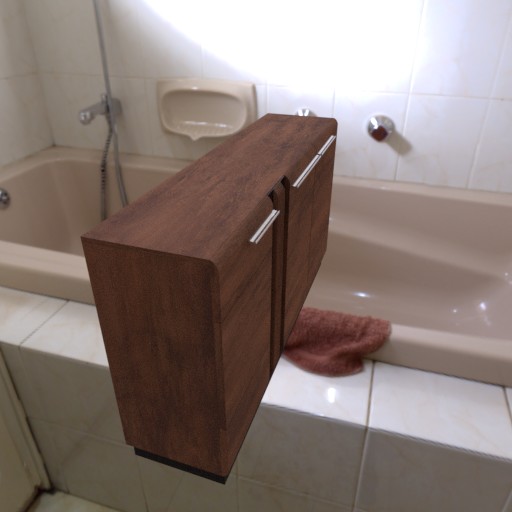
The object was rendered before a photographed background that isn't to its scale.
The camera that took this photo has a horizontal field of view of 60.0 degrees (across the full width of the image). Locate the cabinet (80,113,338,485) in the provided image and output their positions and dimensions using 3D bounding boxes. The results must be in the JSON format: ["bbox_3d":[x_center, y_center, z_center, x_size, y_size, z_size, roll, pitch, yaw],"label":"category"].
[{"bbox_3d":[0.000,0.000,1.985,0.420,0.900,1.600,10,31,17],"label":"cabinet"}]
